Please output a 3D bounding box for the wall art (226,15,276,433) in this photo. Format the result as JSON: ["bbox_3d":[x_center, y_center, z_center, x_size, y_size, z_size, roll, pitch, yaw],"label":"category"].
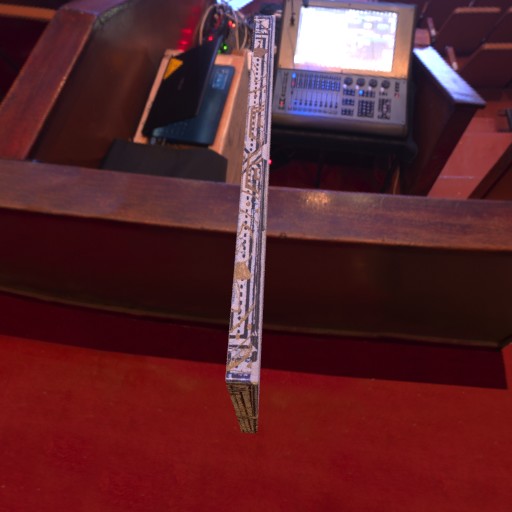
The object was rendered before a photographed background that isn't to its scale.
[{"bbox_3d":[0.000,0.000,0.884,0.036,0.607,0.609,3,64,1],"label":"wall art"}]
